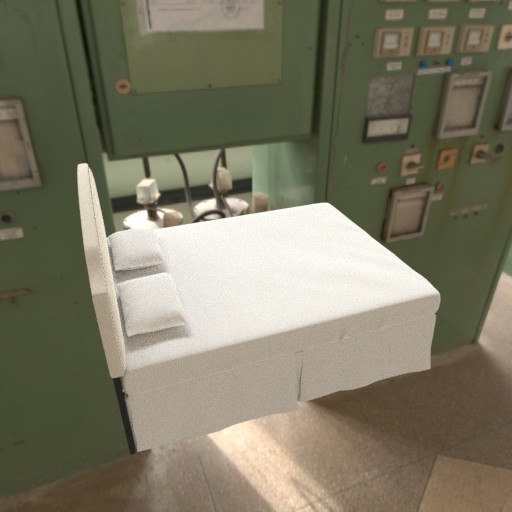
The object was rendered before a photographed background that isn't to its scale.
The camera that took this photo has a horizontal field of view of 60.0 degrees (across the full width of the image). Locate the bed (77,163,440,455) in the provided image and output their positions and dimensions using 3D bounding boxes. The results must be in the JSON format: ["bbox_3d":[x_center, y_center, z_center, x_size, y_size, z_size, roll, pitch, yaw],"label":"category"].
[{"bbox_3d":[0.000,0.000,2.943,1.999,1.270,1.558,-11,33,-17],"label":"bed"}]
